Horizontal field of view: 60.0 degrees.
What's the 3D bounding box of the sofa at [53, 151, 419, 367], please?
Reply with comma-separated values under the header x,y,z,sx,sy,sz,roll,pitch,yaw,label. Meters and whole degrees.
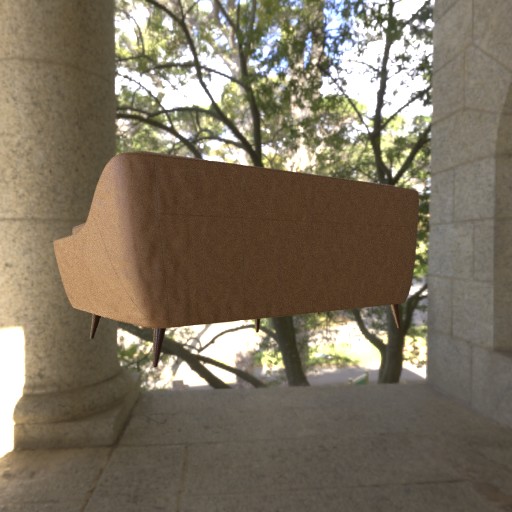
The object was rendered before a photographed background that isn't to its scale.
x,y,z,sx,sy,sz,roll,pitch,yaw,label
0.000,0.000,2.433,1.902,0.839,0.904,0,1,-35,sofa
